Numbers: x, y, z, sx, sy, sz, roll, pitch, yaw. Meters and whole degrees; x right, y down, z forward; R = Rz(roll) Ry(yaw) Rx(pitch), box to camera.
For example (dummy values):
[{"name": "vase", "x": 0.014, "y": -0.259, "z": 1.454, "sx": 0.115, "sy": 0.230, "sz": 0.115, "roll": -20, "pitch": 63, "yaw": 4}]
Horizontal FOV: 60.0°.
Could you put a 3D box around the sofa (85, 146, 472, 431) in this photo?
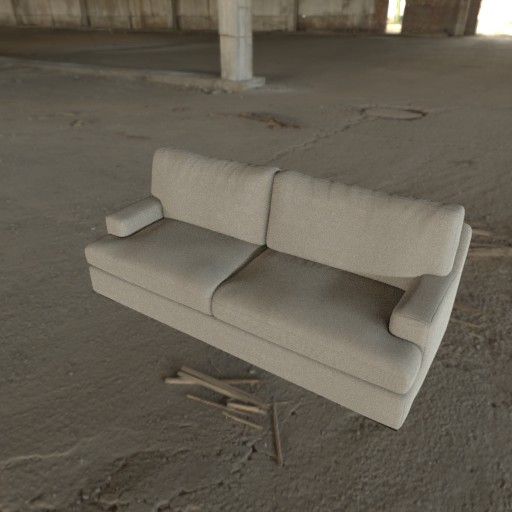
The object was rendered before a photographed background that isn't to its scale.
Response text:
[{"name": "sofa", "x": 0.000, "y": 0.000, "z": 2.880, "sx": 2.354, "sy": 0.980, "sz": 0.962, "roll": 18, "pitch": 34, "yaw": 28}]
